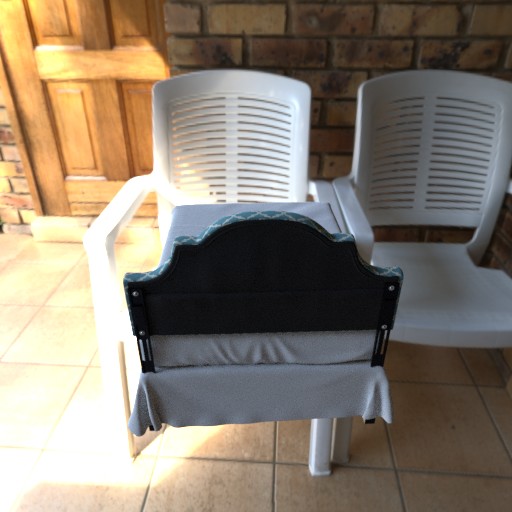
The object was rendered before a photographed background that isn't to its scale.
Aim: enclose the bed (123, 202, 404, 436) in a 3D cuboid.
[{"bbox_3d":[0.000,0.000,3.519,1.780,1.633,2.222,-1,31,-2],"label":"bed"}]
